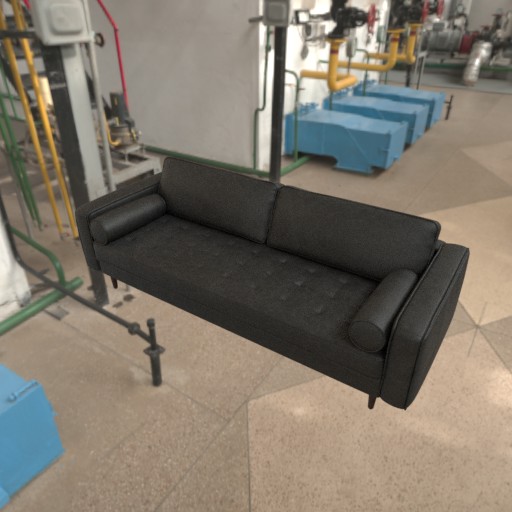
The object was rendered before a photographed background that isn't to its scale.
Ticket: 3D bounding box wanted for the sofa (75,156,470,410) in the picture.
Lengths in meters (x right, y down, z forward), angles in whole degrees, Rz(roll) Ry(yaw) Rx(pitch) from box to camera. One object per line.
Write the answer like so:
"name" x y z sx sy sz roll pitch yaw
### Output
"sofa" 0.000 0.000 2.658 2.210 0.762 0.914 19 36 28
